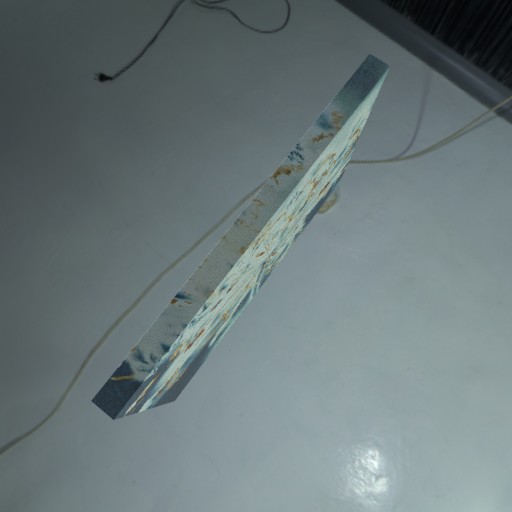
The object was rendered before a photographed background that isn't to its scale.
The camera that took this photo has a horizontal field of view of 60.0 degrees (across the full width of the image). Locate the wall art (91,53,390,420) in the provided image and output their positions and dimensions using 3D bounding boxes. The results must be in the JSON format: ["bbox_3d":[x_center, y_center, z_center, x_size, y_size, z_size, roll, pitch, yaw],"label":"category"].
[{"bbox_3d":[0.000,0.000,0.782,0.036,0.405,0.607,36,78,9],"label":"wall art"}]
